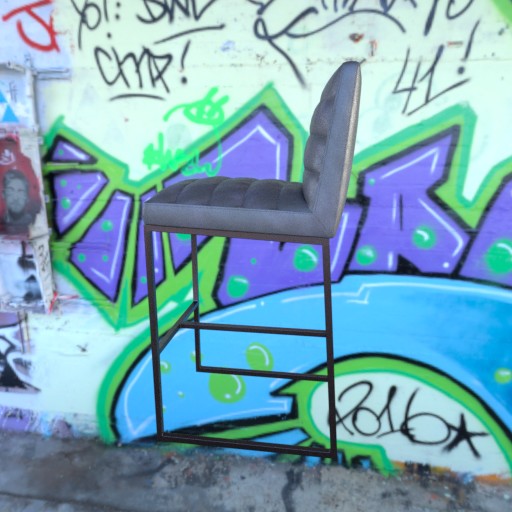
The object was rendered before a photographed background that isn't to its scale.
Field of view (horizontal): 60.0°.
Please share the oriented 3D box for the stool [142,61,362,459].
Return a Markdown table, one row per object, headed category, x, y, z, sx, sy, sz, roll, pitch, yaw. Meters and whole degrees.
| category | x | y | z | sx | sy | sz | roll | pitch | yaw |
| --- | --- | --- | --- | --- | --- | --- | --- | --- | --- |
| stool | 0.000 | 0.000 | 1.379 | 0.562 | 1.065 | 0.463 | 2 | 15 | 8 |
